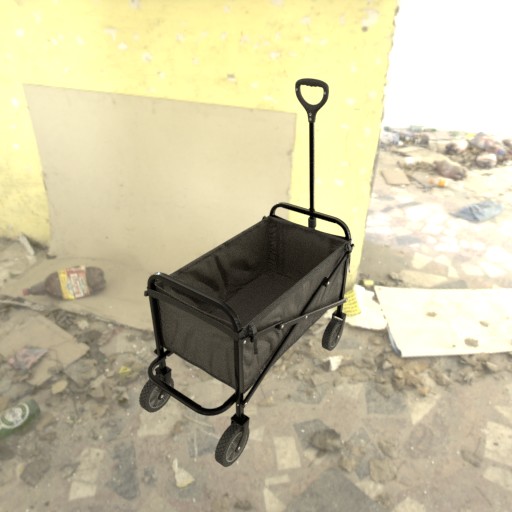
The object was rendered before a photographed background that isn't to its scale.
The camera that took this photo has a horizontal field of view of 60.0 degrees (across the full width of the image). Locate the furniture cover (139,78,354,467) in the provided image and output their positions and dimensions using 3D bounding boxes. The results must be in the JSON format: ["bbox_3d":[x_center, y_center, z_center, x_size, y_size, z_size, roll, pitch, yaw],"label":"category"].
[{"bbox_3d":[0.000,0.000,1.841,0.532,1.295,1.038,21,36,31],"label":"furniture cover"}]
